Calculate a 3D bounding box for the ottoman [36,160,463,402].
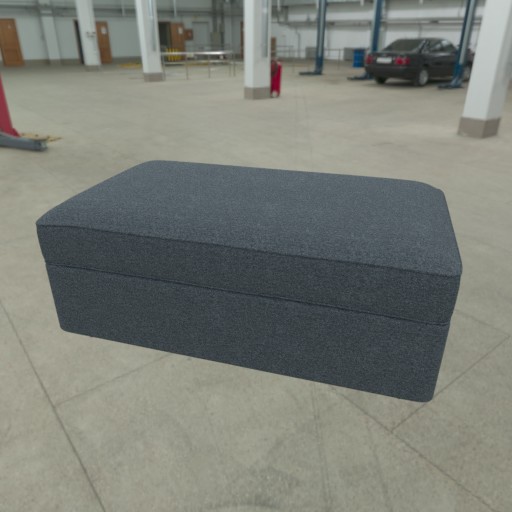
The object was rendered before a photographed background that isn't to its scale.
[{"bbox_3d":[0.000,0.000,1.503,1.173,0.494,0.681,8,28,15],"label":"ottoman"}]
